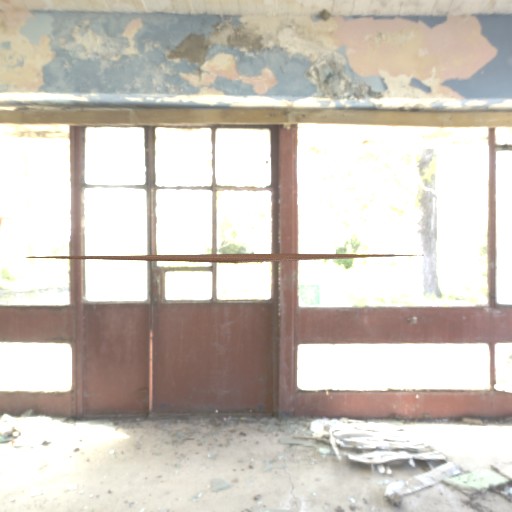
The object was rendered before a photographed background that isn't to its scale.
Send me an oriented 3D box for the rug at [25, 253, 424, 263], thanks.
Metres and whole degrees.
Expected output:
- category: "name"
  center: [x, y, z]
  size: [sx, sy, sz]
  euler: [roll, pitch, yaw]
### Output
- category: "rug"
  center: [0.000, 0.000, 2.350]
  size: [1.217, 0.007, 1.828]
  euler: [1, 1, 37]
